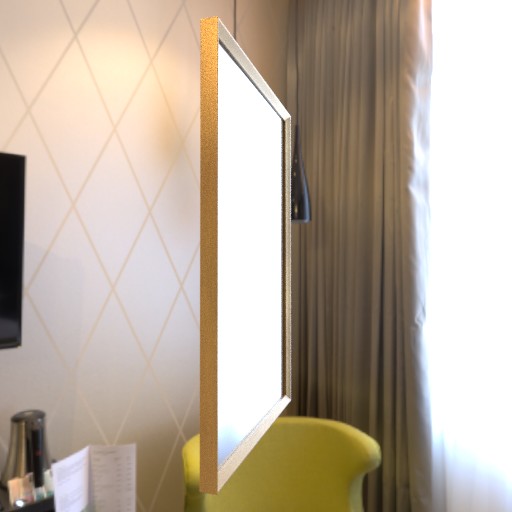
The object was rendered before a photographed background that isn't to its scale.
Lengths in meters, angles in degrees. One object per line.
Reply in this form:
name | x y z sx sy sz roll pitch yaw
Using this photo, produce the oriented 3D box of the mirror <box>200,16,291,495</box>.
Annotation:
mirror | 0.000 0.000 1.142 0.041 0.915 0.609 0 -1 18
